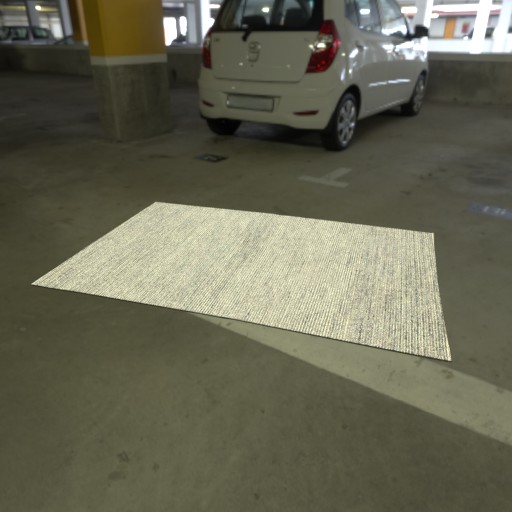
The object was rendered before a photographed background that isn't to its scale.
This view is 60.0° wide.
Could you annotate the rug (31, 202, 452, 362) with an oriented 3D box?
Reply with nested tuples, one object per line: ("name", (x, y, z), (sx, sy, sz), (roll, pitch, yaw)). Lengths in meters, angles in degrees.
("rug", (0.000, 0.000, 2.270), (1.789, 0.021, 1.159), (8, 28, 15))
